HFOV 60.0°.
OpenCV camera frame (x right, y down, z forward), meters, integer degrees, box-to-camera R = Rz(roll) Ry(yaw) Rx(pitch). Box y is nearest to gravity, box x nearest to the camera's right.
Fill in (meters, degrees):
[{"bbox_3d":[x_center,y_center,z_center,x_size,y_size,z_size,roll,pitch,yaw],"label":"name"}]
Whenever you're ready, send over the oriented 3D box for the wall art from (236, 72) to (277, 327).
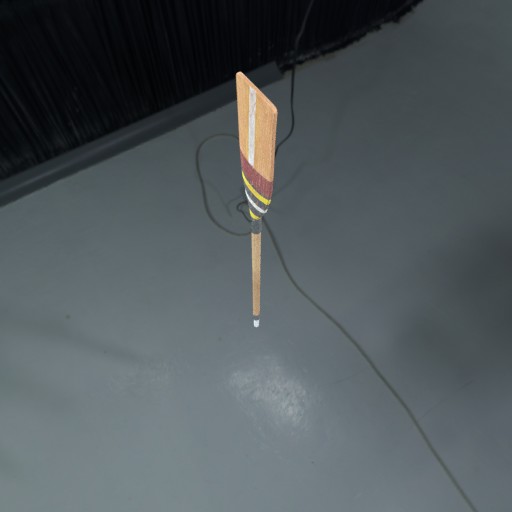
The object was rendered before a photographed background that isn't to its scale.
[{"bbox_3d":[0.000,0.000,1.650,0.038,1.556,0.146,-32,67,-15],"label":"wall art"}]
